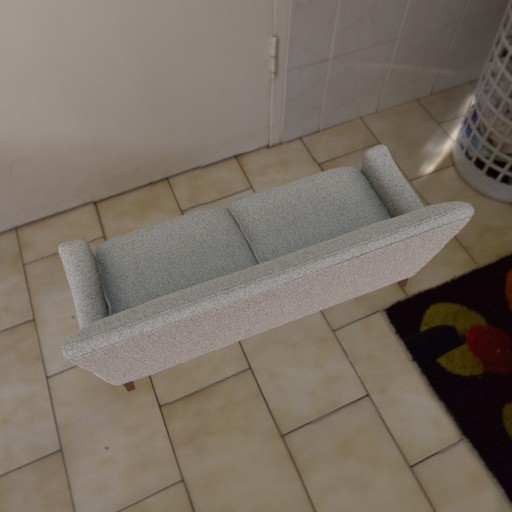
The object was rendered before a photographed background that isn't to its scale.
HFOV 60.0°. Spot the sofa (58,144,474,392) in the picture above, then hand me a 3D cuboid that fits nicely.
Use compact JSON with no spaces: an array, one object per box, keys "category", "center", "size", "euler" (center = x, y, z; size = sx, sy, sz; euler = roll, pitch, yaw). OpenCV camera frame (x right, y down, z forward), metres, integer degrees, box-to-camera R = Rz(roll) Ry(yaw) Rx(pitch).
[{"category":"sofa","center":[0.000,0.000,2.549],"size":[2.026,0.942,0.854],"euler":[-19,61,-11]}]
